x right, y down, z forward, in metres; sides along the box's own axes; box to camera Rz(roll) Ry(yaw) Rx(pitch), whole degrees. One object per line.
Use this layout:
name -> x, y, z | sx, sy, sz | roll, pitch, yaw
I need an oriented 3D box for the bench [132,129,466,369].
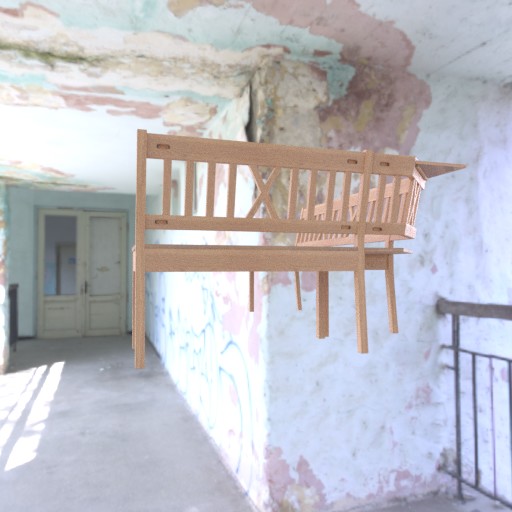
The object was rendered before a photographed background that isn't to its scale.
bench -> 0.000, 0.000, 2.790 | 1.537, 0.902, 1.937 | 0, -1, -18
